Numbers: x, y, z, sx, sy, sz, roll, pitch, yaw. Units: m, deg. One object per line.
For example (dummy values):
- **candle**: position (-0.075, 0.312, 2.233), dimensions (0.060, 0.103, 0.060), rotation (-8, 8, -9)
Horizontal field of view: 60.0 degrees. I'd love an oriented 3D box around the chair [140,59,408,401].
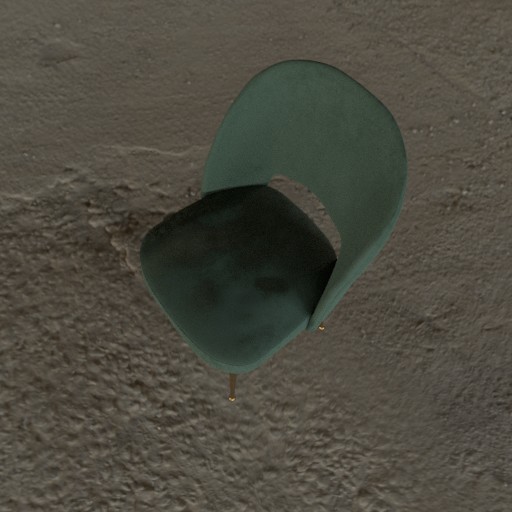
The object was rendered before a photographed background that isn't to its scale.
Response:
- **chair**: position (0.000, 0.000, 1.225), dimensions (0.577, 0.860, 0.527), rotation (-35, 67, -17)
